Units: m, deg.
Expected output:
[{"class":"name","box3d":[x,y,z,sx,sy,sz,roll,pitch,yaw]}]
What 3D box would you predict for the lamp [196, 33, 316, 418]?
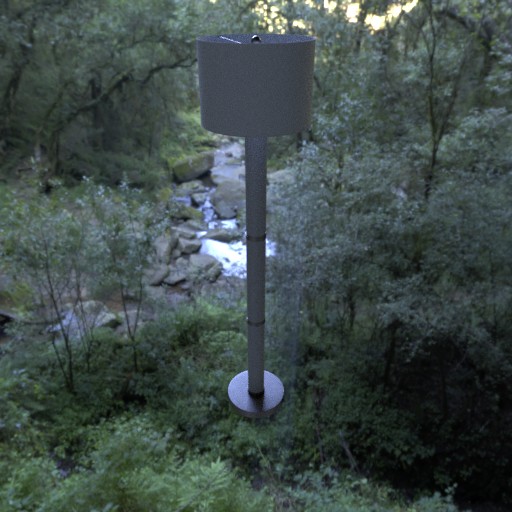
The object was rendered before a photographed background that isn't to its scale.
[{"class":"lamp","box3d":[0.000,0.000,1.793,0.377,1.599,0.377,8,31,14]}]
